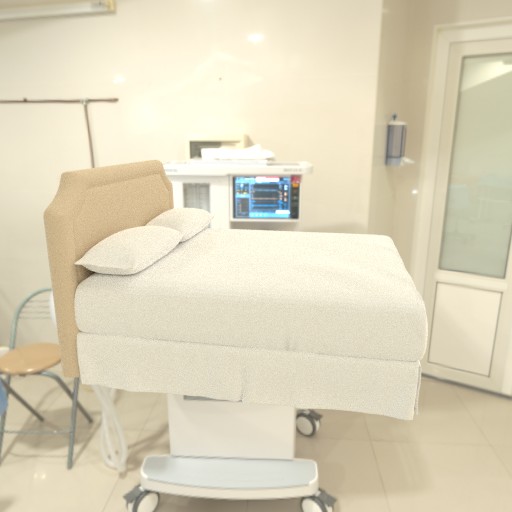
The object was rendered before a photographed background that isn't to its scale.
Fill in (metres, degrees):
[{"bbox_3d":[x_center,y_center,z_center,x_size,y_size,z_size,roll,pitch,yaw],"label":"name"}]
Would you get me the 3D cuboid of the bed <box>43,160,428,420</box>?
[{"bbox_3d":[0.000,0.000,3.832,2.548,1.524,2.134,3,16,10],"label":"bed"}]
